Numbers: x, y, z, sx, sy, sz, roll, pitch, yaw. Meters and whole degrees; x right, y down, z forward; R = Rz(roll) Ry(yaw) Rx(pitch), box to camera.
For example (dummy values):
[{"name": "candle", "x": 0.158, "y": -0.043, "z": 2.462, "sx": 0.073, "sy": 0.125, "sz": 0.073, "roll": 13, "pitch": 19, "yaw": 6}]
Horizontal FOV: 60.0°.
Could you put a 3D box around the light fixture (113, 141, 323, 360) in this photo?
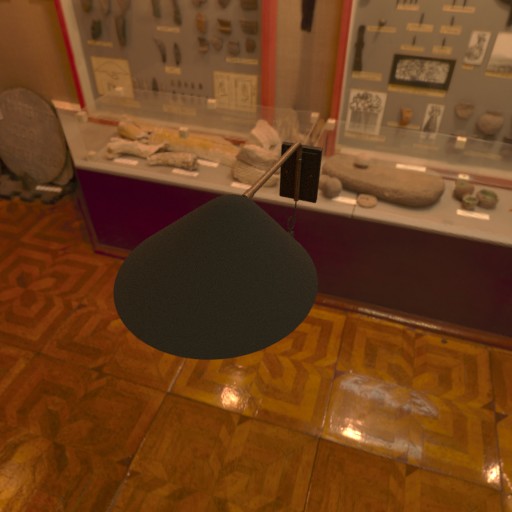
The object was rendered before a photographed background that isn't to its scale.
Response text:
[{"name": "light fixture", "x": 0.000, "y": 0.000, "z": 0.680, "sx": 0.240, "sy": 0.312, "sz": 0.516, "roll": 13, "pitch": 43, "yaw": 15}]
